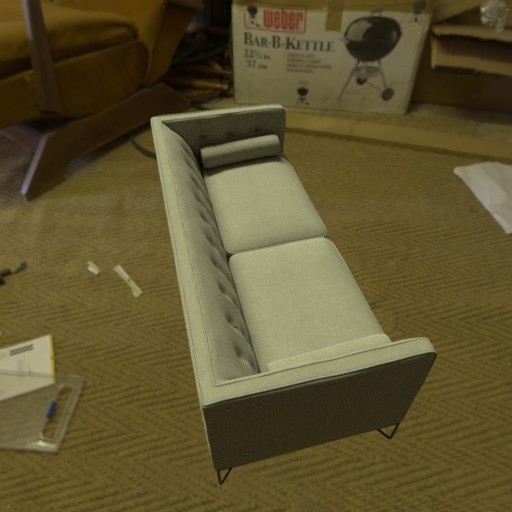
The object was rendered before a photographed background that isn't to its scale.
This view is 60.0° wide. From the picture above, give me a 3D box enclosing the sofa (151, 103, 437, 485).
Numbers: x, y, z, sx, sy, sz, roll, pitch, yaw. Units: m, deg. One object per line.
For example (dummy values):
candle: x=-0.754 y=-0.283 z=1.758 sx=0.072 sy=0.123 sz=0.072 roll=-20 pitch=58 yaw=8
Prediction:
sofa: x=0.000 y=0.000 z=2.536 sx=0.912 sy=0.798 sz=2.079 roll=-10 pitch=46 yaw=-10
